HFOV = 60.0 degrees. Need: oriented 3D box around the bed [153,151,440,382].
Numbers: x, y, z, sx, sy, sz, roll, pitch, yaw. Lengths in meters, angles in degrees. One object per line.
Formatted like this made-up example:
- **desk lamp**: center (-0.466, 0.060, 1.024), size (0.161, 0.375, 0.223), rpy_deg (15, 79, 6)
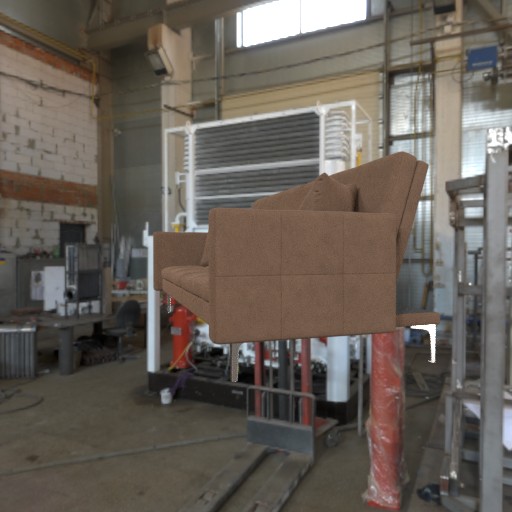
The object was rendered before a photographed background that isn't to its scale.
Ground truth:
- **bed**: center (0.000, 0.000, 2.326), size (0.889, 0.787, 1.905), rpy_deg (0, 1, -18)
